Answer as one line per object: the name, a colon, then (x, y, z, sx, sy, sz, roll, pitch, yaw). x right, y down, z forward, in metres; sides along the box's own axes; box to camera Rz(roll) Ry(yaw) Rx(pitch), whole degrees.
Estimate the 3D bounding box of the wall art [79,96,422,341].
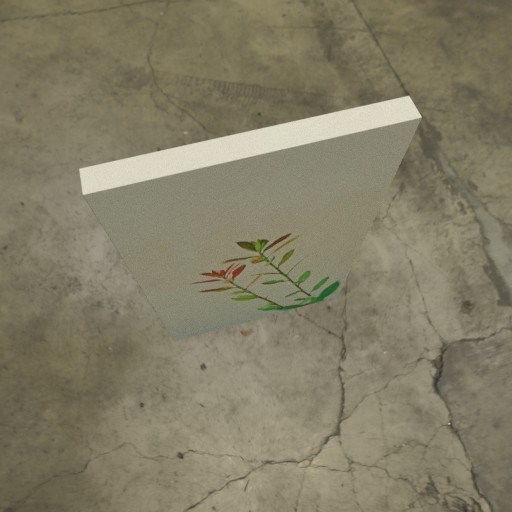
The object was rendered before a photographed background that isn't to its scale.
wall art: (0.000, 0.000, 0.795, 0.408, 0.611, 0.038, -14, 65, -7)
